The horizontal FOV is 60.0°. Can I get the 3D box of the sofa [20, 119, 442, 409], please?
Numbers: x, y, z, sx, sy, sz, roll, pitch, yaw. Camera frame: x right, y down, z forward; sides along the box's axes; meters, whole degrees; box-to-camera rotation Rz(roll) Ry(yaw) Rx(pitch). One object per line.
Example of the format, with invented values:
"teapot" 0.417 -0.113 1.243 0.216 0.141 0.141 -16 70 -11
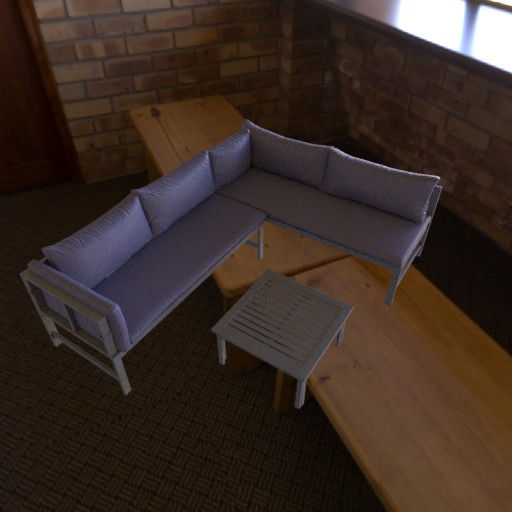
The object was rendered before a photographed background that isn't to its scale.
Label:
"sofa" 0.000 0.000 2.881 1.658 0.762 2.149 24 46 25
